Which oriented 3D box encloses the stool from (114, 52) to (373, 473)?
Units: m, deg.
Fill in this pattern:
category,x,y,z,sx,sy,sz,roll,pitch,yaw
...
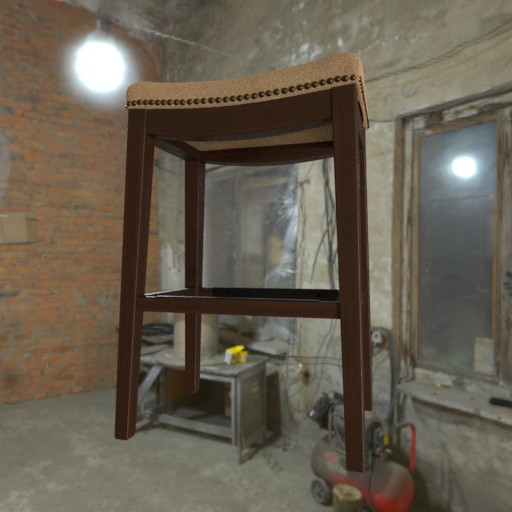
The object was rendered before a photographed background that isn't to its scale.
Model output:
category,x,y,z,sx,sy,sz,roll,pitch,yaw
stool,0.000,0.000,1.026,0.509,0.768,0.363,0,0,17
